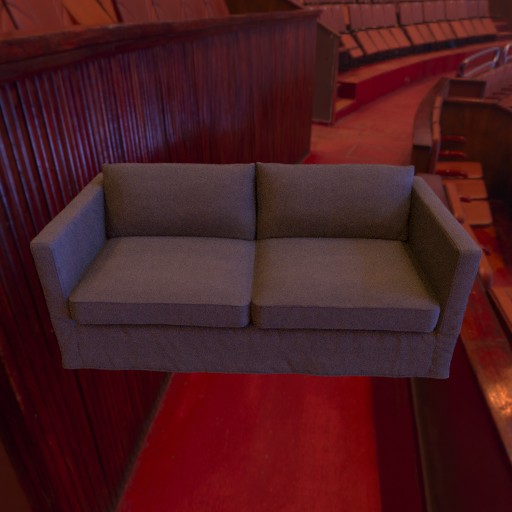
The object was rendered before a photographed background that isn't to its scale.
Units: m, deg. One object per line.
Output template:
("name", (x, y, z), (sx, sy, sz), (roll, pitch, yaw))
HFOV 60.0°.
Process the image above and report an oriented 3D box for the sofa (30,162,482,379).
("sofa", (0.000, 0.000, 2.416), (1.982, 0.855, 0.953), (1, 30, 2))
